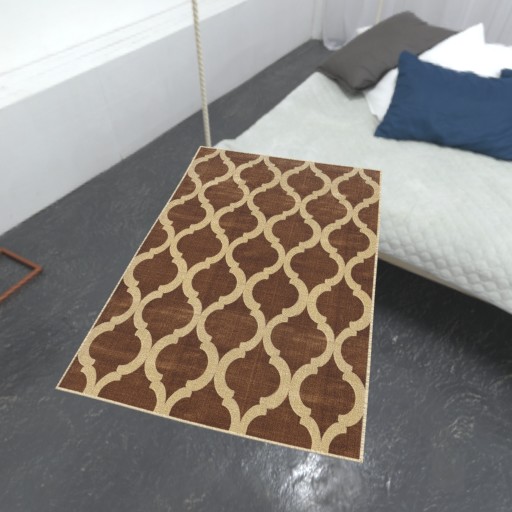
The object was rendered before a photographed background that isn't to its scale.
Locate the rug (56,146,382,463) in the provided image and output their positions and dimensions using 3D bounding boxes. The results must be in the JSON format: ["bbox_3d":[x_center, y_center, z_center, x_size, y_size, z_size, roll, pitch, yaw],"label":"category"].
[{"bbox_3d":[0.000,0.000,2.849,1.522,0.008,2.284,10,47,9],"label":"rug"}]
